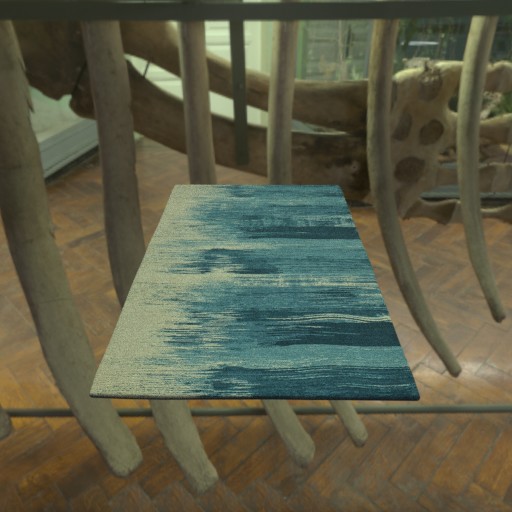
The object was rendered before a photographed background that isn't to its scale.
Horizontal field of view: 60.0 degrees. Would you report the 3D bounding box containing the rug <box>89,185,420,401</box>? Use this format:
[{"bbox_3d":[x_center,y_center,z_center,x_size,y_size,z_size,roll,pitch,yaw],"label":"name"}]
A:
[{"bbox_3d":[0.000,0.000,3.048,1.540,0.027,2.450,0,32,0],"label":"rug"}]
